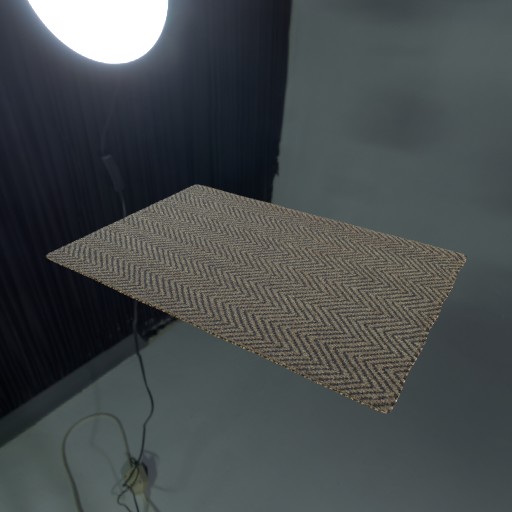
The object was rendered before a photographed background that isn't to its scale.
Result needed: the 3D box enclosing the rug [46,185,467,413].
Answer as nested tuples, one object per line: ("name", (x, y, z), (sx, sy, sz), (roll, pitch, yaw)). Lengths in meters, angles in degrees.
("rug", (0.000, 0.000, 2.293), (1.828, 0.008, 1.219), (18, 35, 28))
